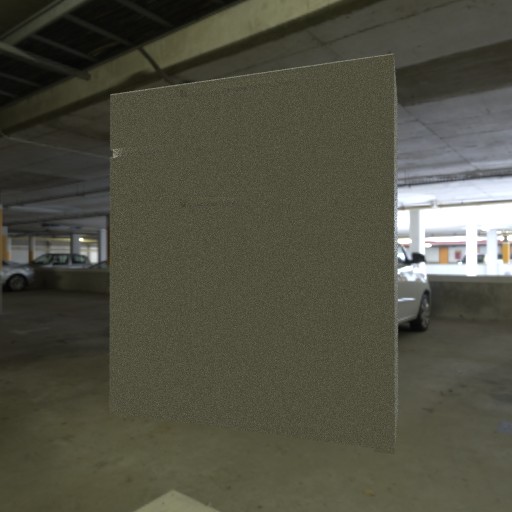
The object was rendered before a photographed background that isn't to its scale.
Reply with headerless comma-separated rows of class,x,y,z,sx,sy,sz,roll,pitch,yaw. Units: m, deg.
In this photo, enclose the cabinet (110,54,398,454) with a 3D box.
cabinet,0.000,0.000,1.657,1.000,1.190,0.400,0,0,19
